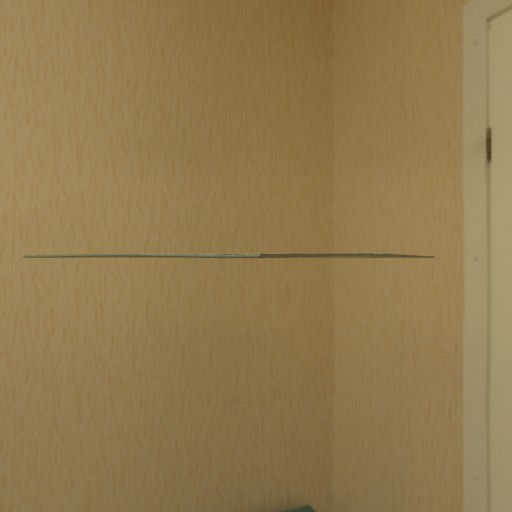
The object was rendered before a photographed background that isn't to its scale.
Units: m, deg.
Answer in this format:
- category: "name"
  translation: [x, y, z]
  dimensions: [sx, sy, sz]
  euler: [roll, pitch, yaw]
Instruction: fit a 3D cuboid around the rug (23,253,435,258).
- category: "rug"
  translation: [0.000, 0.000, 4.263]
  dimensions: [2.461, 0.046, 3.237]
  euler: [0, 0, 37]
